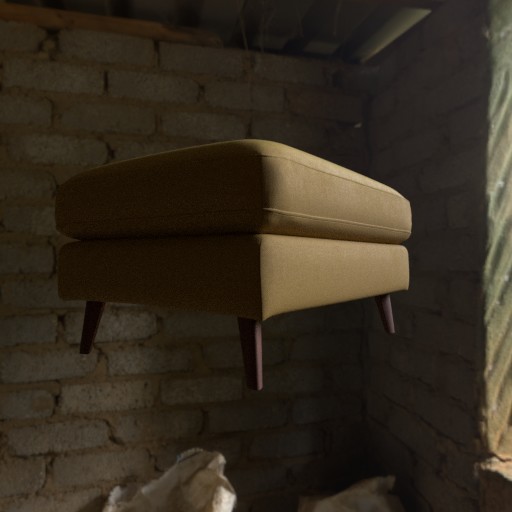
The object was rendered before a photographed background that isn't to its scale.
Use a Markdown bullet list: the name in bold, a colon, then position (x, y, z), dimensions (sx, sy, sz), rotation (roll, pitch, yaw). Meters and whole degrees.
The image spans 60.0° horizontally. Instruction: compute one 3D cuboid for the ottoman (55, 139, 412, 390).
- **ottoman**: position (0.000, 0.000, 1.160), dimensions (0.608, 0.449, 0.811), rotation (0, 0, 35)
